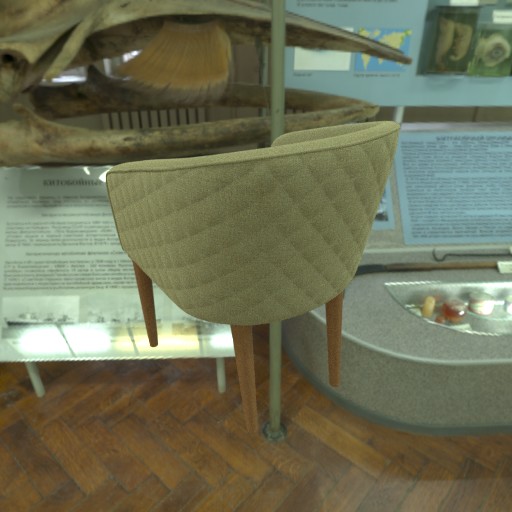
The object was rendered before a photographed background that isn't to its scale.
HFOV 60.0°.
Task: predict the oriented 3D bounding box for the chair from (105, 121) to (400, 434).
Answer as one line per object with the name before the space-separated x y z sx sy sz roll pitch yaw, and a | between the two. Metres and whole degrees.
chair | 0.000 0.000 1.198 0.584 0.775 0.616 -19 35 -28
